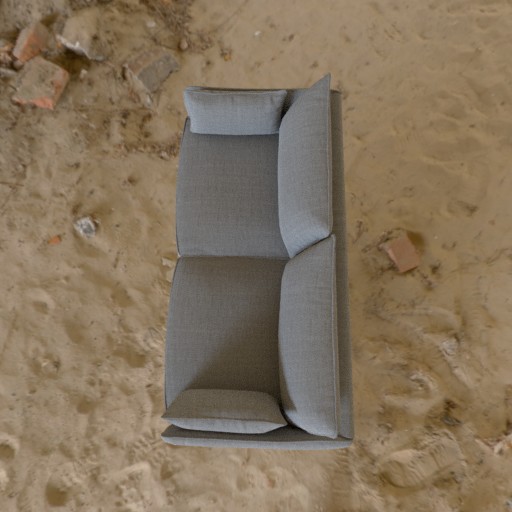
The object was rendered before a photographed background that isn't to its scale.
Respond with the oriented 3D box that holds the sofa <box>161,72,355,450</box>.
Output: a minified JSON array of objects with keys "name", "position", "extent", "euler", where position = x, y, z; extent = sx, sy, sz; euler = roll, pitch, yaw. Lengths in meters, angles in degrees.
[{"name":"sofa","position":[0.000,0.000,2.495],"extent":[0.972,0.851,1.989],"euler":[1,75,0]}]
